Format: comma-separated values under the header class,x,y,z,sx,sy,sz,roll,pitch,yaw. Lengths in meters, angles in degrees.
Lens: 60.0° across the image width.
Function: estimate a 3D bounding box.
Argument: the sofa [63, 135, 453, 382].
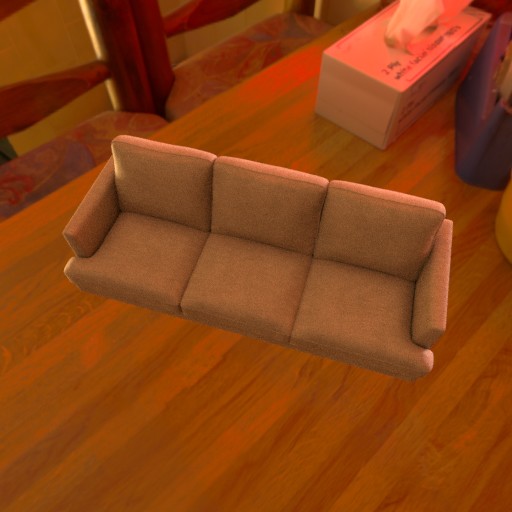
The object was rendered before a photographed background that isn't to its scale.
class,x,y,z,sx,sy,sz,roll,pitch,yaw
sofa,0.000,0.000,2.769,2.246,0.930,0.903,14,59,9
